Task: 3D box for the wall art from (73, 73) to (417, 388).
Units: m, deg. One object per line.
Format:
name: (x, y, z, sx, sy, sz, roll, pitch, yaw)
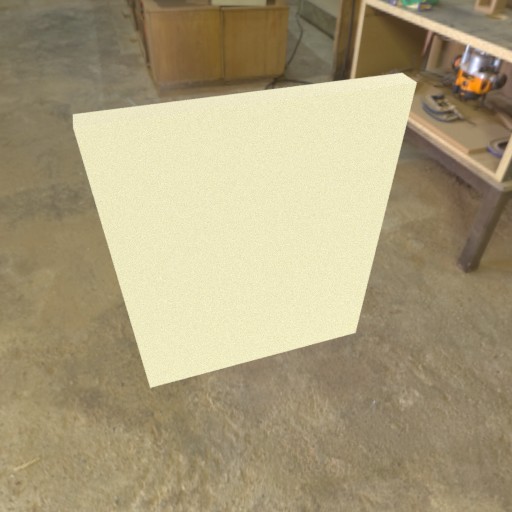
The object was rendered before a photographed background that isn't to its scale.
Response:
wall art: (0.000, 0.000, 0.757, 0.451, 0.553, 0.039, -12, 44, -13)
